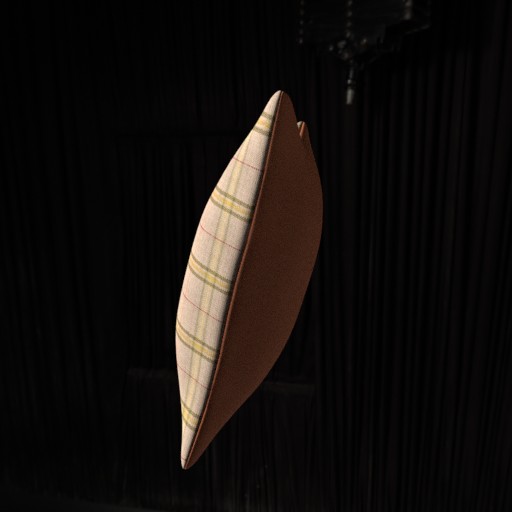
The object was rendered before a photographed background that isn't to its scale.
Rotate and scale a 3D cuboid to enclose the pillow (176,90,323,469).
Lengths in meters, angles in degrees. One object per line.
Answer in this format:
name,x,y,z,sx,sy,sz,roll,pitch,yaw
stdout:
pillow,0.000,0.000,0.690,0.200,0.430,0.453,2,14,8
